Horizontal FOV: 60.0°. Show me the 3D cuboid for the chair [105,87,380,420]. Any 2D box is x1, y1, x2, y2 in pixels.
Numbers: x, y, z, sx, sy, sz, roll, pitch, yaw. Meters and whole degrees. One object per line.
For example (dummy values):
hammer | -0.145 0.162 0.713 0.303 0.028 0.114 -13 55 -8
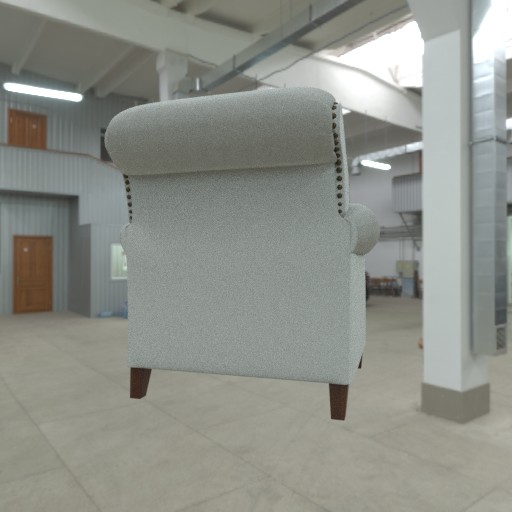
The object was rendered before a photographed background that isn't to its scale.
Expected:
chair | 0.000 0.000 1.605 0.854 0.927 0.890 0 0 17
